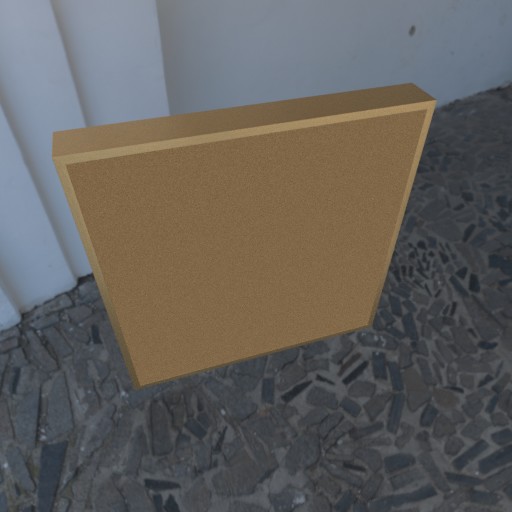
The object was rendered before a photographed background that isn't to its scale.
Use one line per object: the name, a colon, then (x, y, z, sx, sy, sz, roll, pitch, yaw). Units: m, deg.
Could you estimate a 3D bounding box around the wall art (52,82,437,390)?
wall art: (0.000, 0.000, 0.453, 0.304, 0.304, 0.038, -12, 44, -13)
